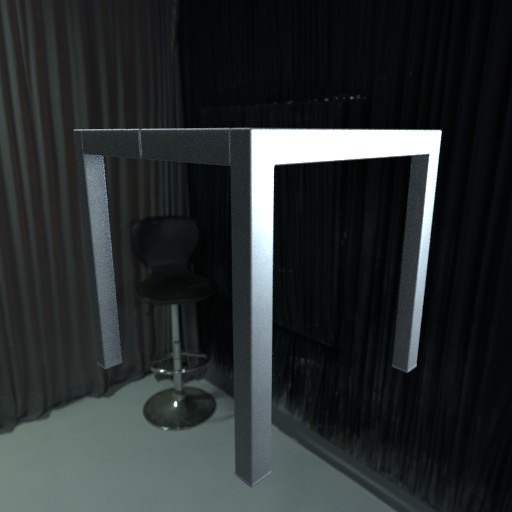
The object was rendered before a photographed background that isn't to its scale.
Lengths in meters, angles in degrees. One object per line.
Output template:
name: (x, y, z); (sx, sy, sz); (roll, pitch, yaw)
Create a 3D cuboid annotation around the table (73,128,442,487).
table: (0.000, 0.000, 0.927); (0.508, 0.508, 0.508); (-15, 21, -42)
